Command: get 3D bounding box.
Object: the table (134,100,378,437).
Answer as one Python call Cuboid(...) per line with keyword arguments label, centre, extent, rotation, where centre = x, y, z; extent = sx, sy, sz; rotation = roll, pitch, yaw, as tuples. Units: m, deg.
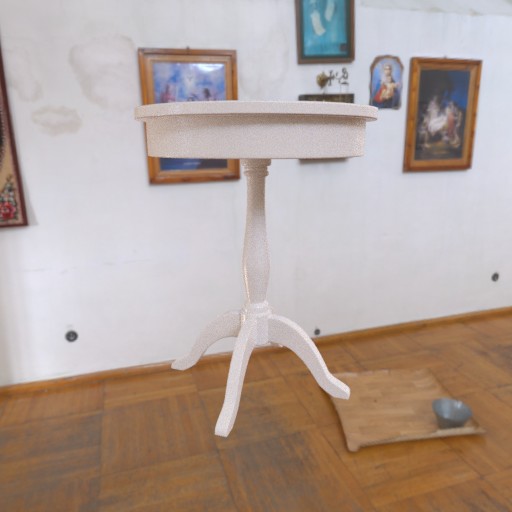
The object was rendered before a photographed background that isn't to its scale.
Cuboid(label="table", centre=(0.000, 0.000, 1.043), extent=(0.513, 0.653, 0.513), rotation=(0, 15, 0))
